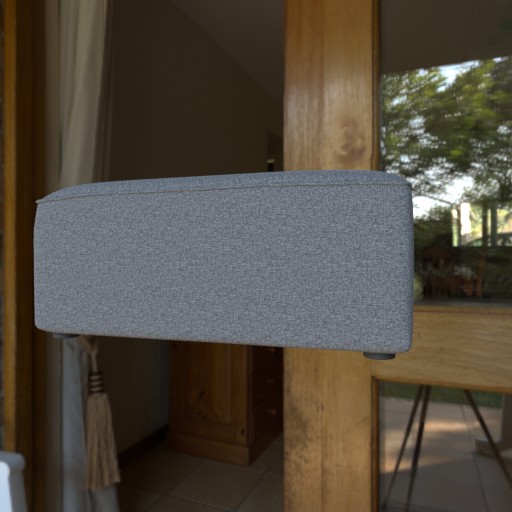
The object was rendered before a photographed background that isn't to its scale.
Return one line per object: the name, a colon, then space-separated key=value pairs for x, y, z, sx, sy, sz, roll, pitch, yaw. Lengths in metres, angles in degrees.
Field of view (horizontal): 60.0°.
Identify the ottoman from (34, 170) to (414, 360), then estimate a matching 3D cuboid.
ottoman: x=0.000 y=0.000 z=1.568 sx=1.015 sy=0.464 sz=1.005 roll=0 pitch=0 yaw=17
